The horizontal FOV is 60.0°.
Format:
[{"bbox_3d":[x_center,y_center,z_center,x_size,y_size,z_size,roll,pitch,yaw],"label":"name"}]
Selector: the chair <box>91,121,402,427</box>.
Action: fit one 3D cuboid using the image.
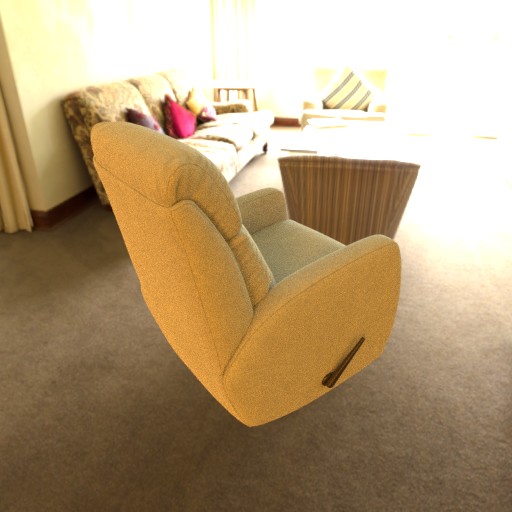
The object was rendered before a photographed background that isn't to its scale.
[{"bbox_3d":[0.000,0.000,1.686,0.941,1.015,0.812,-19,33,-31],"label":"chair"}]
